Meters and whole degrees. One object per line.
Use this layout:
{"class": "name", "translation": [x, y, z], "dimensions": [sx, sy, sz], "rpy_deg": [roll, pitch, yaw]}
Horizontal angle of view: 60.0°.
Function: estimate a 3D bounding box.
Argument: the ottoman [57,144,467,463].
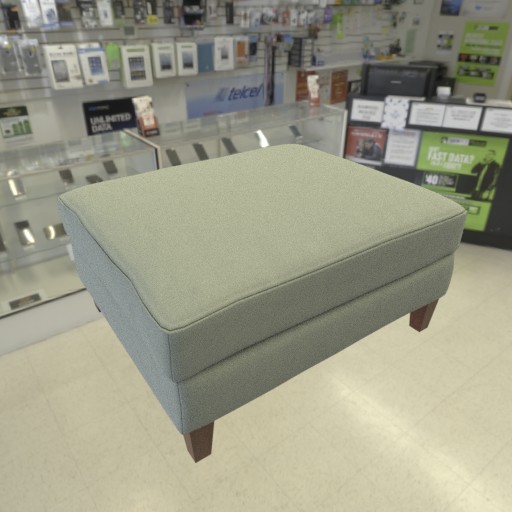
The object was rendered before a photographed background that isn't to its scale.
{"class": "ottoman", "translation": [0.000, 0.000, 1.443], "dimensions": [0.991, 0.494, 0.842], "rpy_deg": [-19, 35, -30]}
